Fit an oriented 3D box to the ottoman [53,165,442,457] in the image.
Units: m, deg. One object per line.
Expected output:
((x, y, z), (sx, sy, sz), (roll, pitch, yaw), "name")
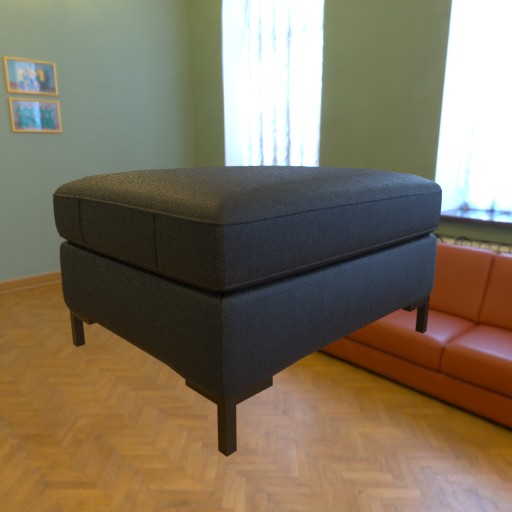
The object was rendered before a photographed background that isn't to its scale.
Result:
((0.000, 0.000, 1.754), (1.187, 0.696, 0.967), (-13, 19, -43), "ottoman")
